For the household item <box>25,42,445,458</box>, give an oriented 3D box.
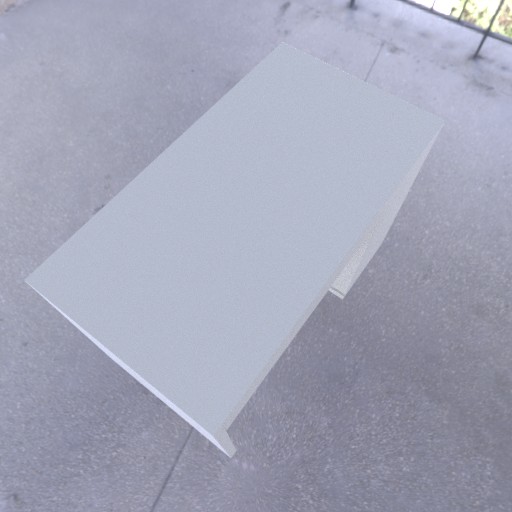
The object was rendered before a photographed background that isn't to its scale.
[{"bbox_3d":[0.000,0.000,1.538,0.597,0.749,1.100,33,67,16],"label":"household item"}]
